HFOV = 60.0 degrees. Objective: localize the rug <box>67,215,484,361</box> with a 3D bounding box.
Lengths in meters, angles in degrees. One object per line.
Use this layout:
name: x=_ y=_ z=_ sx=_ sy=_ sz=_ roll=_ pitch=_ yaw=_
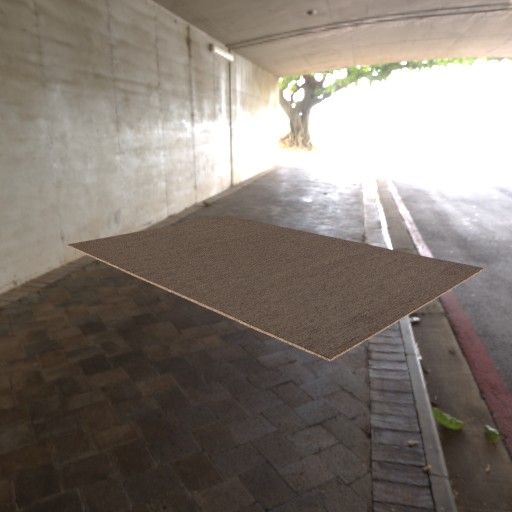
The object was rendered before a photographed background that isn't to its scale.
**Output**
rug: x=0.000 y=0.000 z=2.314 sx=1.225 sy=0.013 sz=1.840 roll=-15 pitch=22 yaw=-42
